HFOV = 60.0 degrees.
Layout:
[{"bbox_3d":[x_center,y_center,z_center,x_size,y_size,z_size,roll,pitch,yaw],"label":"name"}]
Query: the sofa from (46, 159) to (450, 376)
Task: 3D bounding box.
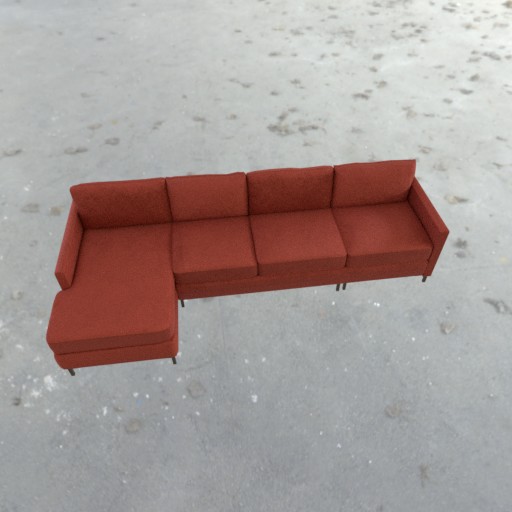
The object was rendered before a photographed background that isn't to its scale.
[{"bbox_3d":[0.000,0.000,3.997,3.400,0.967,1.500,-5,46,-5],"label":"sofa"}]
